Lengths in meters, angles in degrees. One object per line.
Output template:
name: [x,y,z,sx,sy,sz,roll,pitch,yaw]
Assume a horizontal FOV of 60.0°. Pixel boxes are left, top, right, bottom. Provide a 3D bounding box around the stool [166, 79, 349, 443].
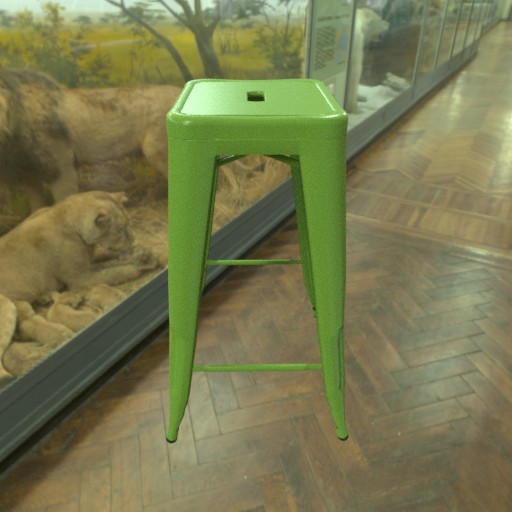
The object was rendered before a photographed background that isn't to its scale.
stool: [0.000,0.000,0.870,0.358,0.609,0.398,0,32,-1]
